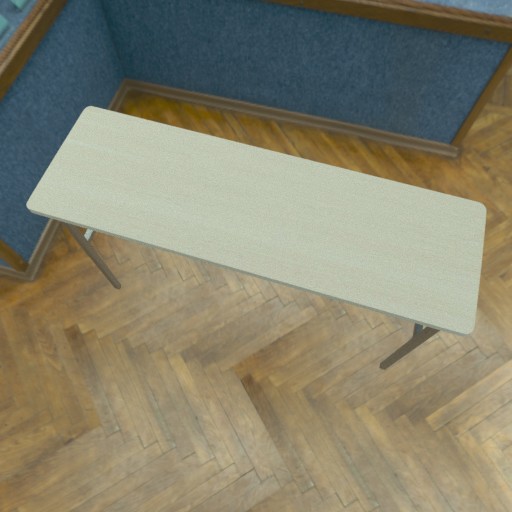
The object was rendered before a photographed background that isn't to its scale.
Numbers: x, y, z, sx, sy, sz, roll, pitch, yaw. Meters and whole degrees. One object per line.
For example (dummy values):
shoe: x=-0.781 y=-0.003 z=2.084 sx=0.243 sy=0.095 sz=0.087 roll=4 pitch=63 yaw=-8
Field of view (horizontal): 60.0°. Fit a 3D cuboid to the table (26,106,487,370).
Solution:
table: x=0.000 y=0.000 z=1.738 sx=1.397 sy=0.750 sz=0.446 roll=16 pitch=66 yaw=7
